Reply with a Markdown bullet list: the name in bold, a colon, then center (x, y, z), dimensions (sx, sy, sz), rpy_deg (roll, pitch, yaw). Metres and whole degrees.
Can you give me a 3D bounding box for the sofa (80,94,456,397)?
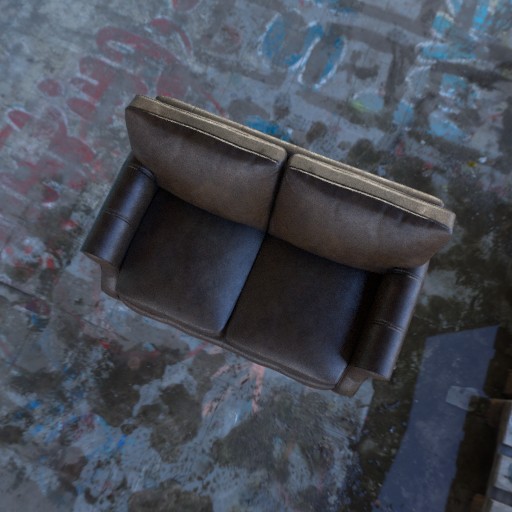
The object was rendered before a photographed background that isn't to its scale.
- **sofa**: center (0.000, 0.000, 2.262), dimensions (1.616, 0.976, 0.990), rpy_deg (22, 77, 5)
